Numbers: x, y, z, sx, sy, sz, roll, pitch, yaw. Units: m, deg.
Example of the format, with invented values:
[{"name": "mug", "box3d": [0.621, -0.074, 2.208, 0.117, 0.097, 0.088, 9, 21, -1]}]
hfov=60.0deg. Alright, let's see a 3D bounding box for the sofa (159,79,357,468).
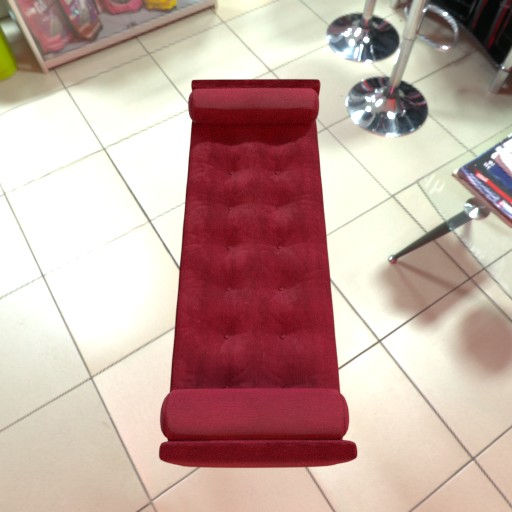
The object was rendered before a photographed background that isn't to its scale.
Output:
[{"name": "sofa", "box3d": [0.000, 0.000, 2.441, 0.796, 0.705, 2.102, 0, 63, 0]}]
